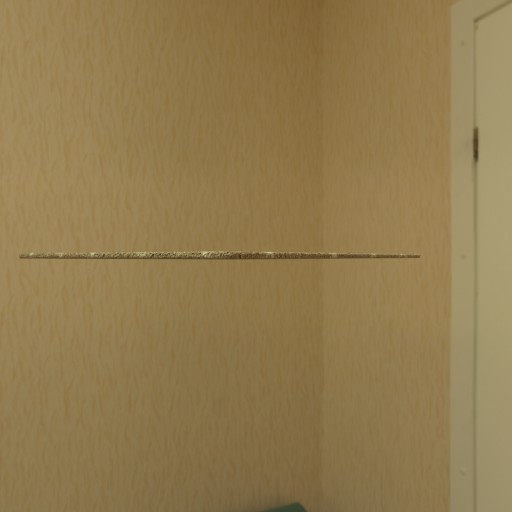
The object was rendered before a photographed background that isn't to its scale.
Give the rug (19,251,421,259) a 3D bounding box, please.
[{"bbox_3d":[0.000,0.000,3.016,1.524,0.030,2.438,0,0,36],"label":"rug"}]
